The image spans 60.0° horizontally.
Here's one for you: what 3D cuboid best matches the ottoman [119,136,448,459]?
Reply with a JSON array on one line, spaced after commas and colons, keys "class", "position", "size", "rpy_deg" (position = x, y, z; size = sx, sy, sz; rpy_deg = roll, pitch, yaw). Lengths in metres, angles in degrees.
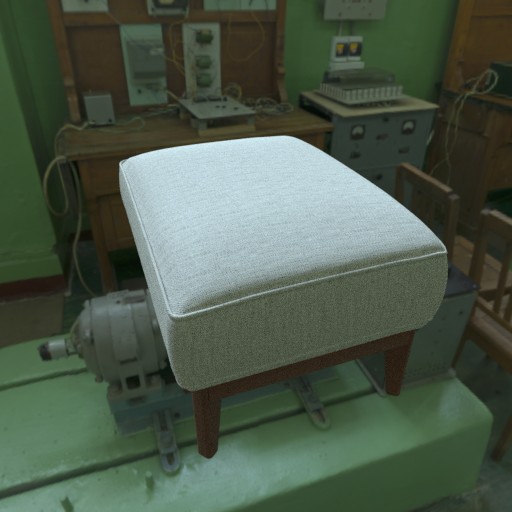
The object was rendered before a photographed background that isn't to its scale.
[{"class": "ottoman", "position": [0.000, 0.000, 1.170], "size": [0.594, 0.465, 0.794], "rpy_deg": [-11, 33, -17]}]
